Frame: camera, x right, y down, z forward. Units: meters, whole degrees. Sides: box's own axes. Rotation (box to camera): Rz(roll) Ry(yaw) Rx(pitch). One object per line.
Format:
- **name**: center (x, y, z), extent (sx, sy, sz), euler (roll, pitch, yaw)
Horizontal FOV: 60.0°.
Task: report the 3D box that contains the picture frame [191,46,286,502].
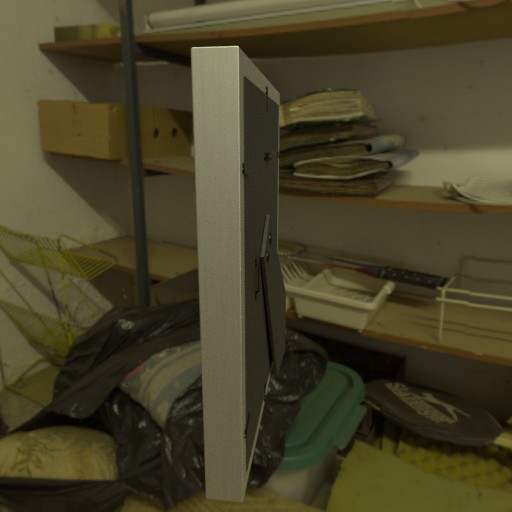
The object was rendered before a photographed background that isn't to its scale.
- **picture frame**: center (0.000, 0.000, 0.375), extent (0.036, 0.282, 0.233), euler (2, 15, 8)
